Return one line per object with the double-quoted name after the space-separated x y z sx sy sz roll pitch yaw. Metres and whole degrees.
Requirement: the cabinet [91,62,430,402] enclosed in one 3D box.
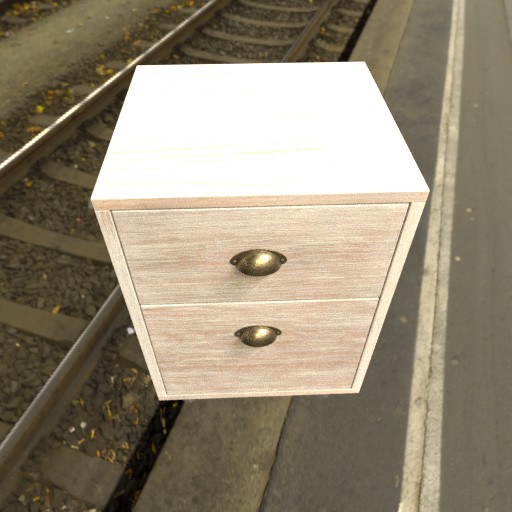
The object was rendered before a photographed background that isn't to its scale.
0.000 0.000 0.864 0.409 0.579 0.401 -2 46 -2 "cabinet"
